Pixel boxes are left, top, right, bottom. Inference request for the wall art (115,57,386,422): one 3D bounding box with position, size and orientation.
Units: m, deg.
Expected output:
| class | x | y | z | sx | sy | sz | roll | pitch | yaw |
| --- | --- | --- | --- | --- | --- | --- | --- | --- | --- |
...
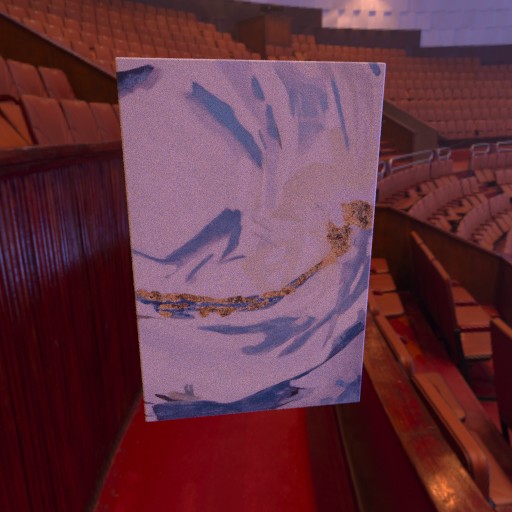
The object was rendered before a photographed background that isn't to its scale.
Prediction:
| class | x | y | z | sx | sy | sz | roll | pitch | yaw |
| --- | --- | --- | --- | --- | --- | --- | --- | --- | --- |
| wall art | 0.000 | 0.000 | 1.124 | 0.610 | 0.914 | 0.016 | -3 | 17 | -8 |
